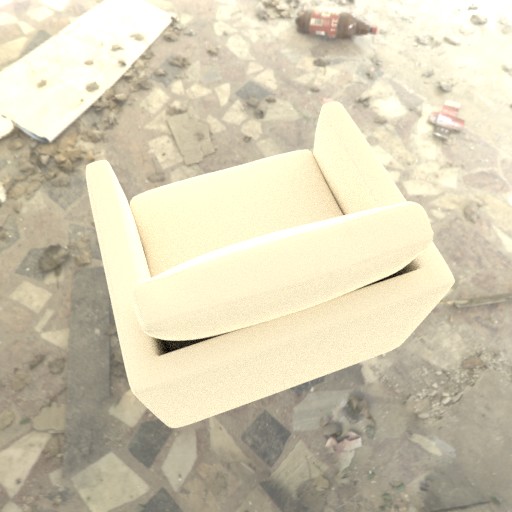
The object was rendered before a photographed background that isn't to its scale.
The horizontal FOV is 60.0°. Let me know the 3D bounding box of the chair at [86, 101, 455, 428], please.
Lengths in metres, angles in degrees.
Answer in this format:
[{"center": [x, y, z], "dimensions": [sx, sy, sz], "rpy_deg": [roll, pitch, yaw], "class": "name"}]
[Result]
[{"center": [0.000, 0.000, 1.662], "dimensions": [1.019, 0.885, 0.878], "rpy_deg": [-17, 62, -10], "class": "chair"}]
